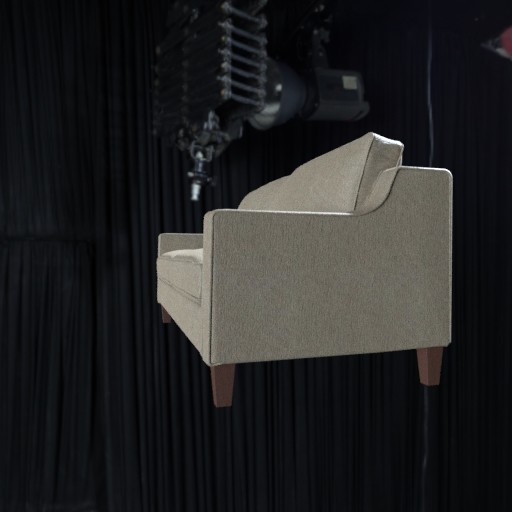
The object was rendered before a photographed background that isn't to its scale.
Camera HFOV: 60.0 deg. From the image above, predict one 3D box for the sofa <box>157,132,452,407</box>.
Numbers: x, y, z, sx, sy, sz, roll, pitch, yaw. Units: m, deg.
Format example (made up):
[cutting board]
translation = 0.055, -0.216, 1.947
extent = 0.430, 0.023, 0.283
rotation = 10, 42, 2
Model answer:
[sofa]
translation = 0.000, 0.000, 2.728
extent = 1.073, 1.074, 2.181
rotation = 0, 0, -17
